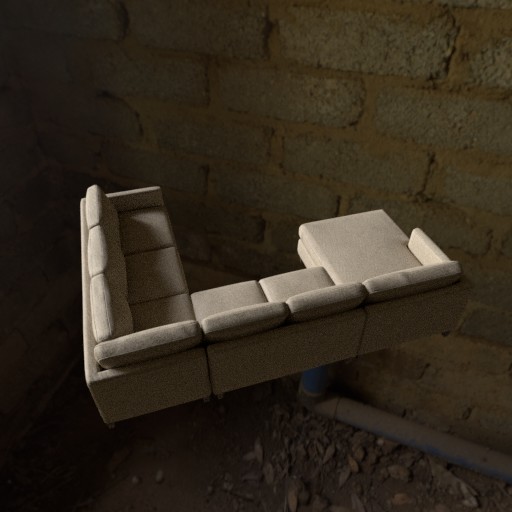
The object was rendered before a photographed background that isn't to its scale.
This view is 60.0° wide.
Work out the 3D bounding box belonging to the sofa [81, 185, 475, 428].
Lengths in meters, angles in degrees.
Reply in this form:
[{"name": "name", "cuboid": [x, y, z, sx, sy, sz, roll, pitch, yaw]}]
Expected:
[{"name": "sofa", "cuboid": [0.000, 0.000, 4.733, 3.460, 0.959, 2.593, -12, 43, -13]}]
